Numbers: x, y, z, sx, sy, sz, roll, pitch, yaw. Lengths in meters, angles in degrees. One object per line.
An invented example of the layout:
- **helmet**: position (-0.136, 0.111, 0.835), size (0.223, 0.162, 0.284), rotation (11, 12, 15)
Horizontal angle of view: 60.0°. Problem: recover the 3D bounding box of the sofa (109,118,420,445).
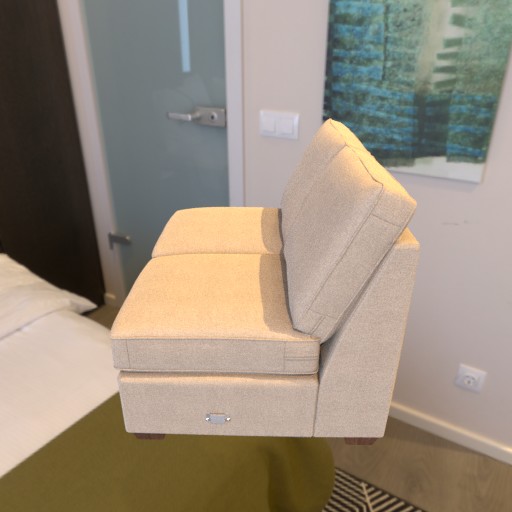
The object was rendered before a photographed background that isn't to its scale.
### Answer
- **sofa**: position (0.000, 0.000, 1.971), size (0.978, 1.006, 1.232), rotation (1, 26, 1)
